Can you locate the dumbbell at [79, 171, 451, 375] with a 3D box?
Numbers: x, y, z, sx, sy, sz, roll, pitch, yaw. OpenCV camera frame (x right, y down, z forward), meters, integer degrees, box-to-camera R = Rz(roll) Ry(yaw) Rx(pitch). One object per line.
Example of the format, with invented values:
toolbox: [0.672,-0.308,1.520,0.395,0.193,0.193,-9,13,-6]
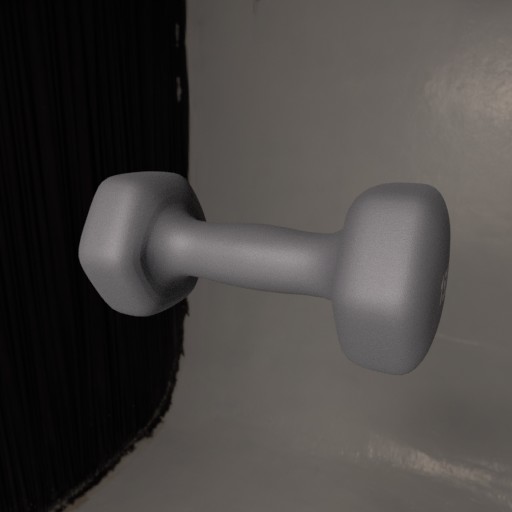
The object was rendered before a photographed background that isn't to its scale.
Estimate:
dumbbell: [0.000,0.000,0.301,0.240,0.105,0.116,8,17,26]
